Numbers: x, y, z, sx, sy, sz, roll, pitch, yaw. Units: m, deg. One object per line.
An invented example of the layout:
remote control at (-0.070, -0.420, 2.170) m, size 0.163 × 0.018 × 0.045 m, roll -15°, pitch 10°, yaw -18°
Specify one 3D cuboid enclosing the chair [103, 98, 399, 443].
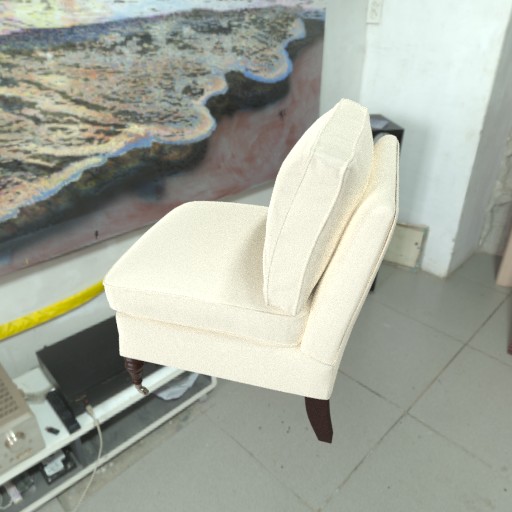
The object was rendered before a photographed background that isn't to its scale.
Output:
chair at (0.000, 0.000, 1.417) m, size 0.781 × 0.887 × 0.630 m, roll 8°, pitch 31°, yaw 14°
